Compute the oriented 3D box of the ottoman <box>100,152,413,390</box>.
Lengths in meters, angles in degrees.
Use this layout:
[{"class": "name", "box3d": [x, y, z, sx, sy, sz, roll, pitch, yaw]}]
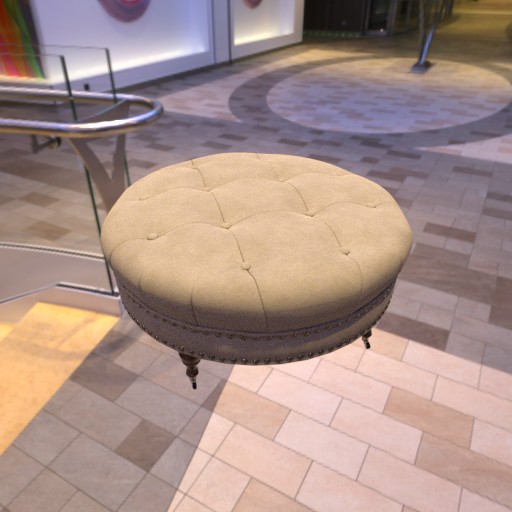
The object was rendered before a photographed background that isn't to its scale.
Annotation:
[{"class": "ottoman", "box3d": [0.000, 0.000, 1.395, 0.901, 0.439, 0.901, 0, 32, 0]}]
